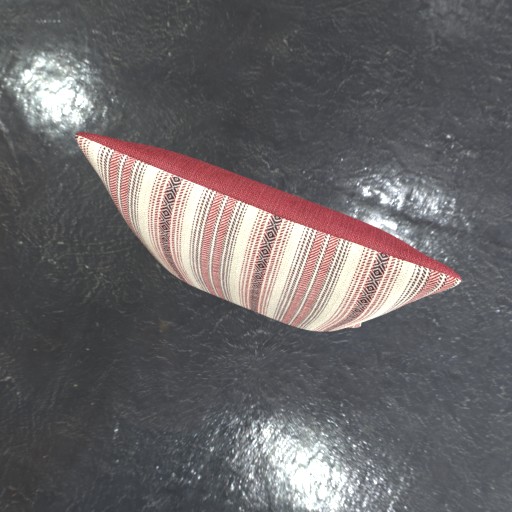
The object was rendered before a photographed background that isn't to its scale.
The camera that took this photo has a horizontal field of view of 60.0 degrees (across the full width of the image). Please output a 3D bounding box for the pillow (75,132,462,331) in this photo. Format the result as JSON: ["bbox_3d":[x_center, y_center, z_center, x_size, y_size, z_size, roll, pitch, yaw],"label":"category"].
[{"bbox_3d":[0.000,0.000,0.776,0.513,0.497,0.166,21,77,5],"label":"pillow"}]
